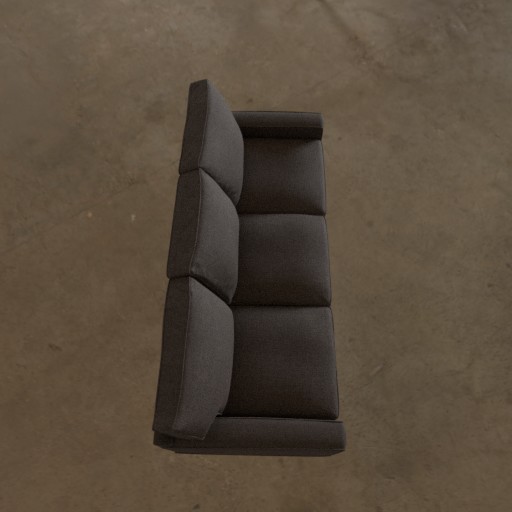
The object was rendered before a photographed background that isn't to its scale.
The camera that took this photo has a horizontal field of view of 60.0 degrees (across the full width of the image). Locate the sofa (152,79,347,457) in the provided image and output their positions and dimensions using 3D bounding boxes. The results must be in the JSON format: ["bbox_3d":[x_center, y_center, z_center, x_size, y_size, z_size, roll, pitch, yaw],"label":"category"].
[{"bbox_3d":[0.000,0.000,2.928,1.004,0.978,2.369,1,63,0],"label":"sofa"}]
